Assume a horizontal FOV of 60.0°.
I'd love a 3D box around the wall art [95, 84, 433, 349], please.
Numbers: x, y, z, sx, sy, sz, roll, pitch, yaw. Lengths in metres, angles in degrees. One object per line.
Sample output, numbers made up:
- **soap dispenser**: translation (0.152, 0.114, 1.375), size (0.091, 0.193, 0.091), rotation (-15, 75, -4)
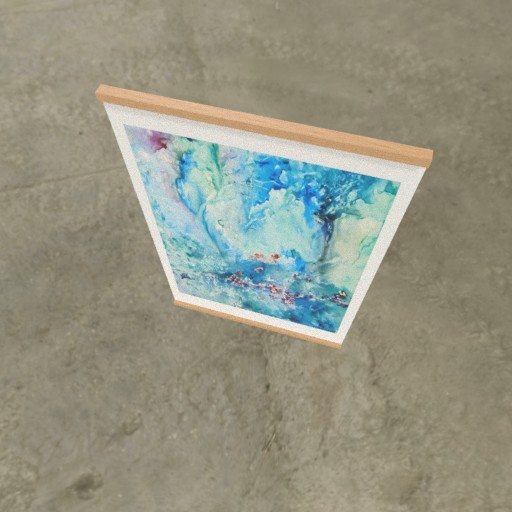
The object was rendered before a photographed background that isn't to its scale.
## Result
- **wall art**: translation (0.000, 0.000, 0.774), size (0.401, 0.611, 0.016), rotation (14, 60, 8)
